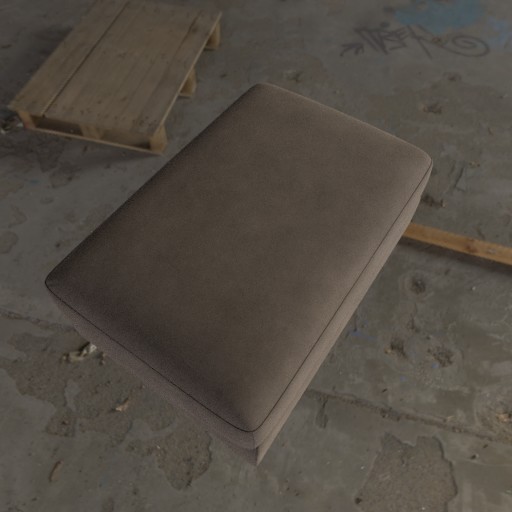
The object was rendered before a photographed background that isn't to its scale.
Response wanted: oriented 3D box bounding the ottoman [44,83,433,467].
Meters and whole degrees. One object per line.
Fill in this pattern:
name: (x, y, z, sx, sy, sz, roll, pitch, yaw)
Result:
ottoman: (0.000, 0.000, 1.196, 0.584, 0.483, 0.864, 30, 62, 18)
